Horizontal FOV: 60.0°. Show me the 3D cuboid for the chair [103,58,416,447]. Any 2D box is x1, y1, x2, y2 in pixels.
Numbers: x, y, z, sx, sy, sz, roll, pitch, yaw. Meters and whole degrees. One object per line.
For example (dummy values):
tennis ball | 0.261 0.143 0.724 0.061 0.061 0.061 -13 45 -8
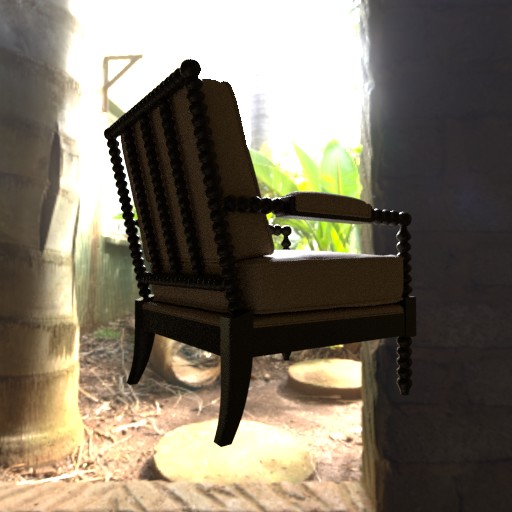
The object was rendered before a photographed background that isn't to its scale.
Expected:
chair | 0.000 0.000 1.167 0.657 0.703 0.555 1 -1 -34
